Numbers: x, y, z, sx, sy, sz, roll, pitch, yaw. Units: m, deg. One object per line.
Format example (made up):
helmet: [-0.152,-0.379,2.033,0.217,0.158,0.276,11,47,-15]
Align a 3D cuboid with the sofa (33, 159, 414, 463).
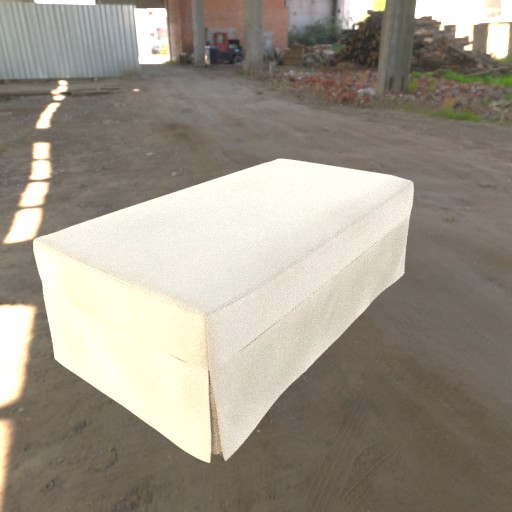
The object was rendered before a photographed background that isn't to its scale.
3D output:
sofa: [0.000,0.000,2.076,0.939,0.552,1.677,18,31,33]
